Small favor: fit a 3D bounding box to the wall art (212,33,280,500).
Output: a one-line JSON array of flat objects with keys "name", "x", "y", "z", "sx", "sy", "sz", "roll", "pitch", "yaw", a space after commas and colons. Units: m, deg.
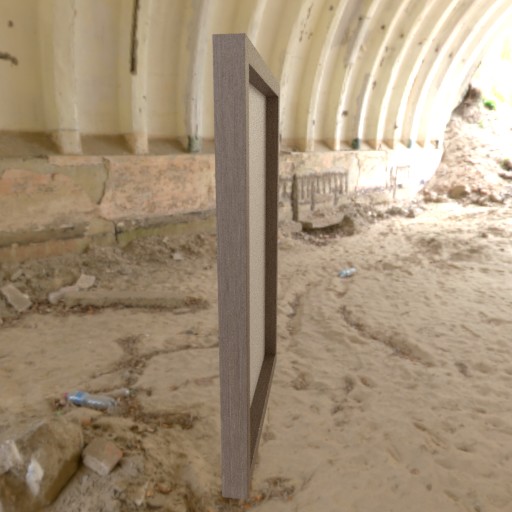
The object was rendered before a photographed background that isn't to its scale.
[{"name": "wall art", "x": 0.000, "y": 0.000, "z": 0.641, "sx": 0.032, "sy": 0.510, "sz": 0.358, "roll": 2, "pitch": 14, "yaw": 8}]
